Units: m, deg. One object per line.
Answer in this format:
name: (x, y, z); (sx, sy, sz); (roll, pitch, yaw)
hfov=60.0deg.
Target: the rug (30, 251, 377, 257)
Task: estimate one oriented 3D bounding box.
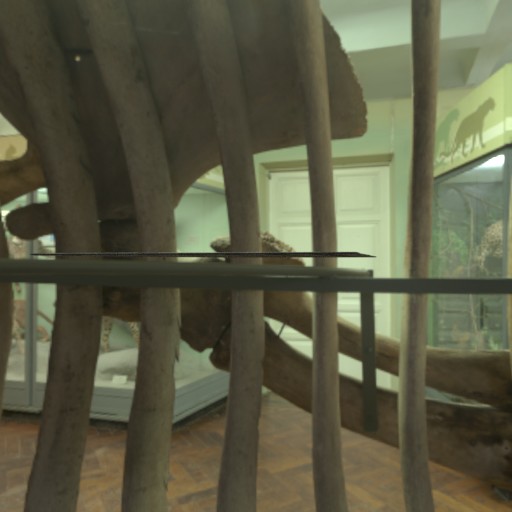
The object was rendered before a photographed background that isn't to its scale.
rug: (0.000, 0.000, 3.084); (1.554, 0.011, 2.476); (0, 0, 17)
